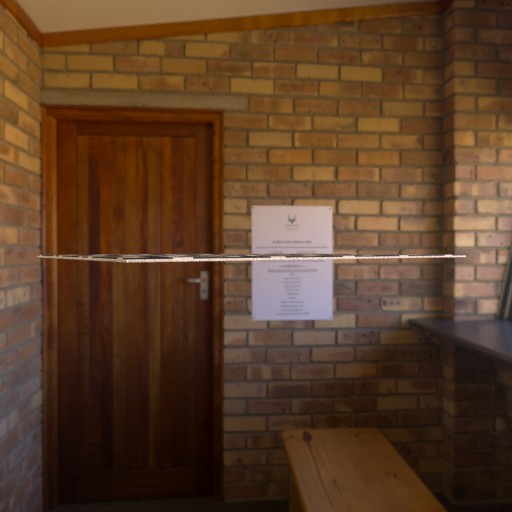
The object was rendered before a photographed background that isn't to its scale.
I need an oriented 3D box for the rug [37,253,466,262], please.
[{"bbox_3d":[0.000,0.000,2.848,2.286,0.016,1.555,-1,1,-37],"label":"rug"}]
